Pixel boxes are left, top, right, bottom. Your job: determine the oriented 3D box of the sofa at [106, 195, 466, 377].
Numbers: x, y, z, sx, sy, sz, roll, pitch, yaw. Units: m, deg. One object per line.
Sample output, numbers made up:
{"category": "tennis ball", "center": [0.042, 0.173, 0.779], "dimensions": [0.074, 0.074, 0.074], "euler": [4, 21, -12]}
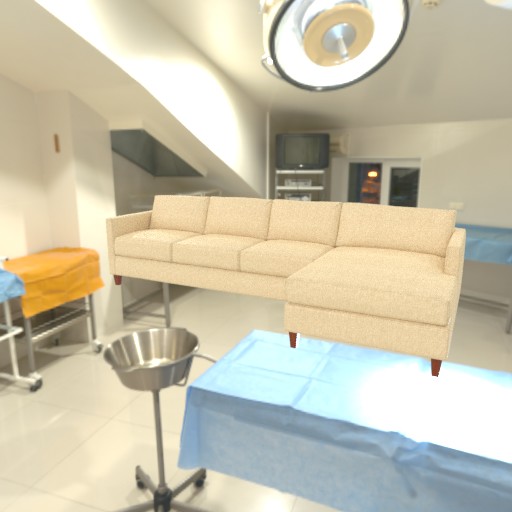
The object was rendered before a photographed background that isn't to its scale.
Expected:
{"category": "sofa", "center": [0.000, 0.000, 4.122], "dimensions": [3.471, 0.954, 1.603], "euler": [6, 14, 26]}
